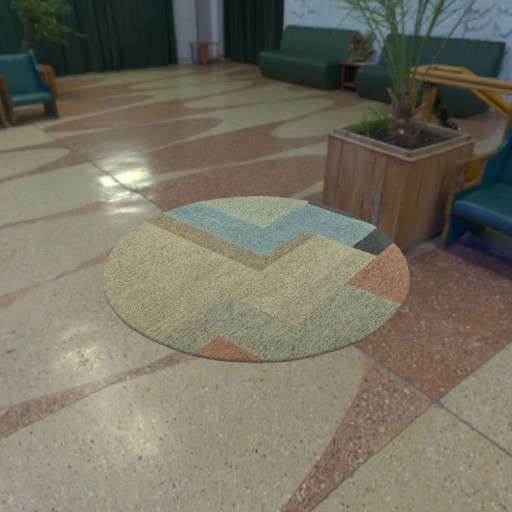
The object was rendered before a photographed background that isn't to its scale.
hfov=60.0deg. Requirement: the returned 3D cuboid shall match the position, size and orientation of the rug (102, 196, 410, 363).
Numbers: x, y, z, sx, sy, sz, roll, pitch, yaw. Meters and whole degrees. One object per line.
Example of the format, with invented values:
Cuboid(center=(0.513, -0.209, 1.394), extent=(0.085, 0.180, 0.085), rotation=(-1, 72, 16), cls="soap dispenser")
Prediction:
Cuboid(center=(0.000, 0.000, 3.694), extent=(2.461, 0.033, 2.461), rotation=(0, 31, 0), cls="rug")
